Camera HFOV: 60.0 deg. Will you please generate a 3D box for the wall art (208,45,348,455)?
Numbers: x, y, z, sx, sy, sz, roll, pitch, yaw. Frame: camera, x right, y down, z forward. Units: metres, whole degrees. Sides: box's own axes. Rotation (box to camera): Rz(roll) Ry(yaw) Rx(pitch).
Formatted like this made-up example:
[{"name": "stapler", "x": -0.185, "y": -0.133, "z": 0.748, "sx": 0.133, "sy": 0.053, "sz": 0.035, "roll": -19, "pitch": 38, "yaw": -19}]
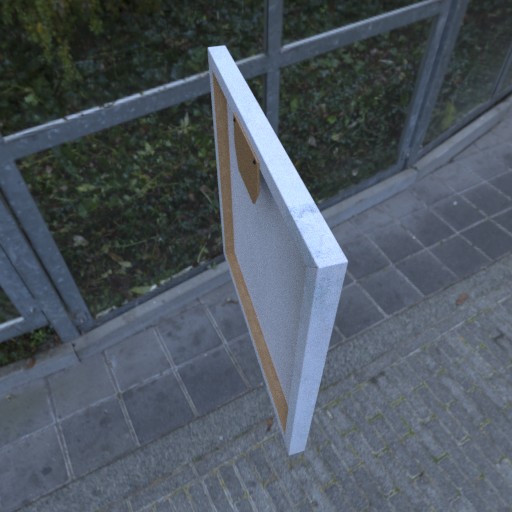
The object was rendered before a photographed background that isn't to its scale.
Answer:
[{"name": "wall art", "x": 0.000, "y": 0.000, "z": 0.912, "sx": 0.044, "sy": 0.605, "sz": 0.605, "roll": -12, "pitch": 49, "yaw": -11}]
